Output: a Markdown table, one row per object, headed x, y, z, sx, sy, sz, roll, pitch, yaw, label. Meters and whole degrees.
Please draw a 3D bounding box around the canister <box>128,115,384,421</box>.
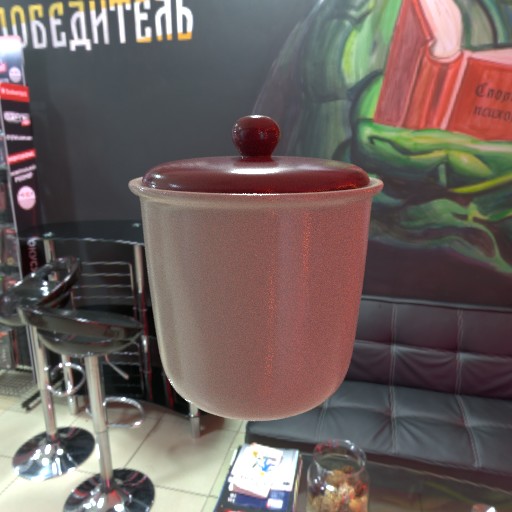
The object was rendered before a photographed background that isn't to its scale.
| x | y | z | sx | sy | sz | roll | pitch | yaw | label |
| --- | --- | --- | --- | --- | --- | --- | --- | --- | --- |
| 0.000 | 0.000 | 0.343 | 0.182 | 0.208 | 0.182 | 0 | 15 | 0 | canister |
